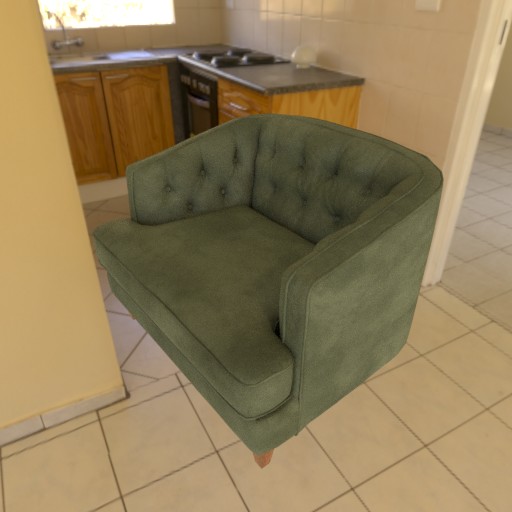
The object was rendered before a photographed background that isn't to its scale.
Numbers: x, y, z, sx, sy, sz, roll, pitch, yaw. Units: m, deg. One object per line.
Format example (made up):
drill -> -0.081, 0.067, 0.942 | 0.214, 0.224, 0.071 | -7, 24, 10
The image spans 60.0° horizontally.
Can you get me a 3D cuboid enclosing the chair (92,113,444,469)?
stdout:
chair -> 0.000, 0.000, 1.728 | 0.941, 0.852, 1.104 | -23, 39, -32
